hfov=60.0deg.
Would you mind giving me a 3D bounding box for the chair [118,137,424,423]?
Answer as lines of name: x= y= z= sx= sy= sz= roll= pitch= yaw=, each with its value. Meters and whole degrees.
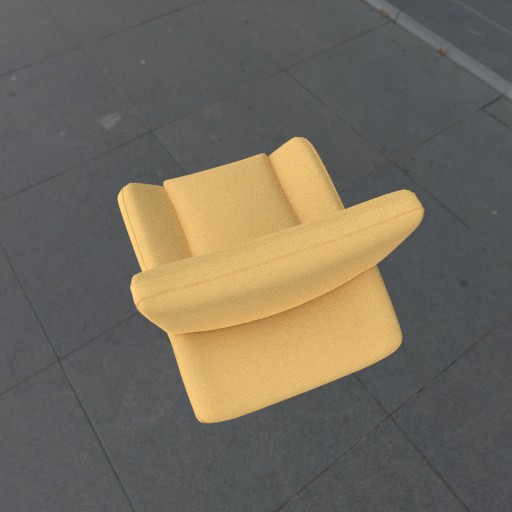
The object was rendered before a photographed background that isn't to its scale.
chair: x=0.000 y=0.000 z=1.655 sx=0.859 sy=0.855 sz=1.008 roll=-18 pitch=61 yaw=-10
